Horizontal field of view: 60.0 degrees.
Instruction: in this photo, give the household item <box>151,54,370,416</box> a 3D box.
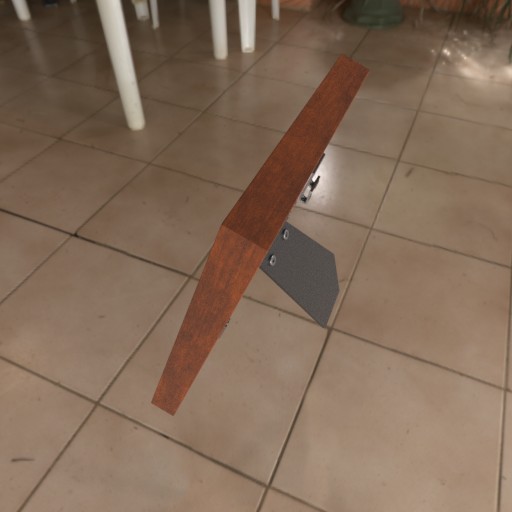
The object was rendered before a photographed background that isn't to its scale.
[{"bbox_3d":[0.000,0.000,0.286,0.096,0.204,0.160,17,49,16],"label":"household item"}]
